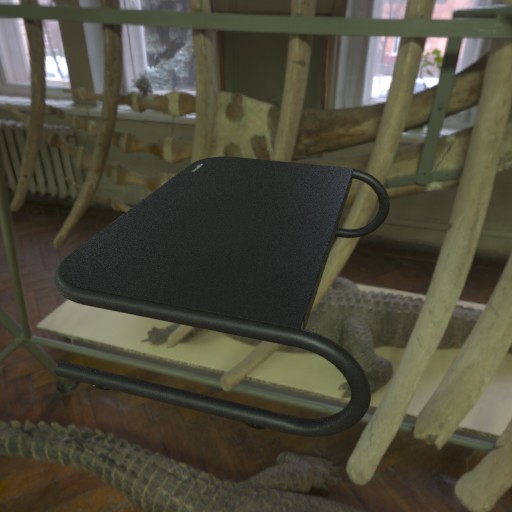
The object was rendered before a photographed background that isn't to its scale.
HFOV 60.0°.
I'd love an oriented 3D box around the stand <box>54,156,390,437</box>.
[{"bbox_3d":[0.000,0.000,0.503,0.280,0.108,0.370,9,31,14],"label":"stand"}]
